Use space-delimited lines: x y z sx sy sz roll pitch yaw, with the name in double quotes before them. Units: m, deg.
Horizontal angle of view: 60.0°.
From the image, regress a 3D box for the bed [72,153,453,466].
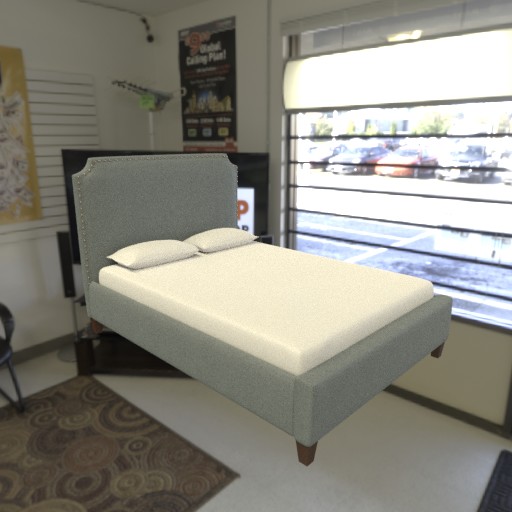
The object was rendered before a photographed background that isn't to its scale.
"bed" 0.000 0.000 3.365 2.372 1.443 1.712 14 20 43
